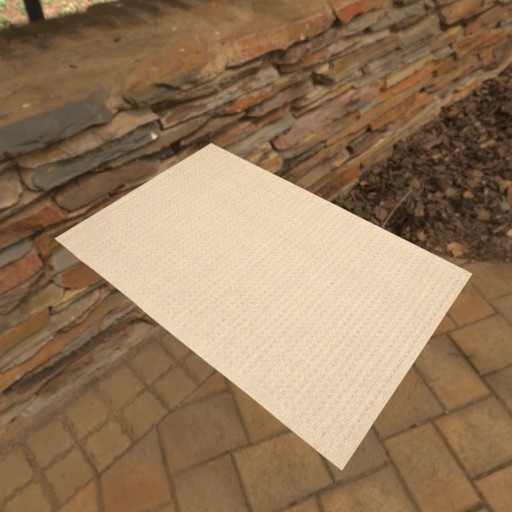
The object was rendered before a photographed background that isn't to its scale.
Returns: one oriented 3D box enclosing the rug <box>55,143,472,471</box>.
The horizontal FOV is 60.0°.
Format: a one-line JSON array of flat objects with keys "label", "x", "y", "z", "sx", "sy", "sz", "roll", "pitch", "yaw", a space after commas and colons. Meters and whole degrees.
[{"label": "rug", "x": 0.000, "y": 0.000, "z": 2.892, "sx": 2.289, "sy": 0.006, "sz": 1.523, "roll": 32, "pitch": 55, "yaw": 26}]
